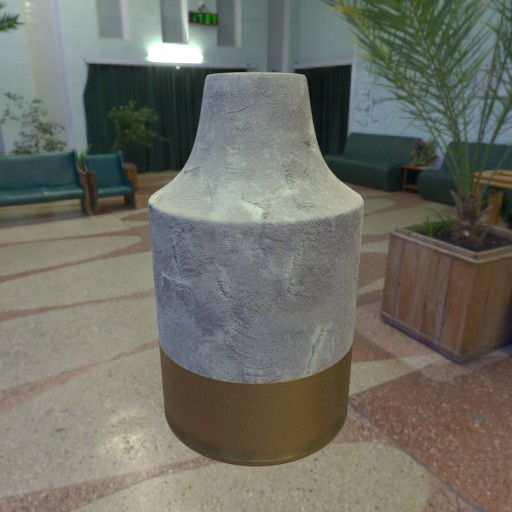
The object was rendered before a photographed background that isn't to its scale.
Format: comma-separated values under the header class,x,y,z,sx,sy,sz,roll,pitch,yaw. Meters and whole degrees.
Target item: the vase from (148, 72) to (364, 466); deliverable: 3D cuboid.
class,x,y,z,sx,sy,sz,roll,pitch,yaw
vase,0.000,0.000,0.403,0.184,0.305,0.184,0,19,0
